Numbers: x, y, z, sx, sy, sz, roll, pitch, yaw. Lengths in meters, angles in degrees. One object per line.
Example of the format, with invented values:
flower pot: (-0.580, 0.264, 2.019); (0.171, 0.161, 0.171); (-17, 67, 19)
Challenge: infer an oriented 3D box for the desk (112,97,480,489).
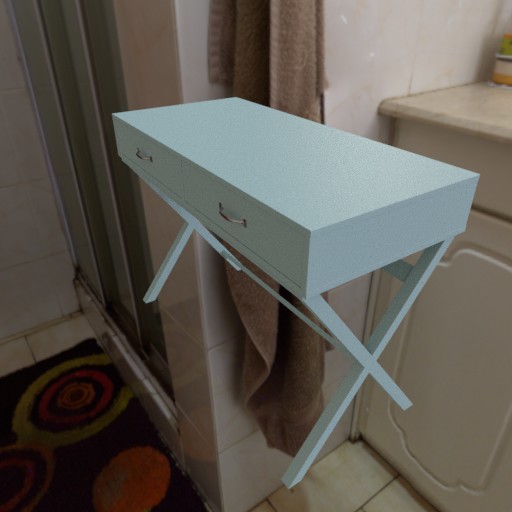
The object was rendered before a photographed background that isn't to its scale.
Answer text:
desk: (0.000, 0.000, 1.464); (0.525, 0.780, 1.057); (-19, 36, -29)
